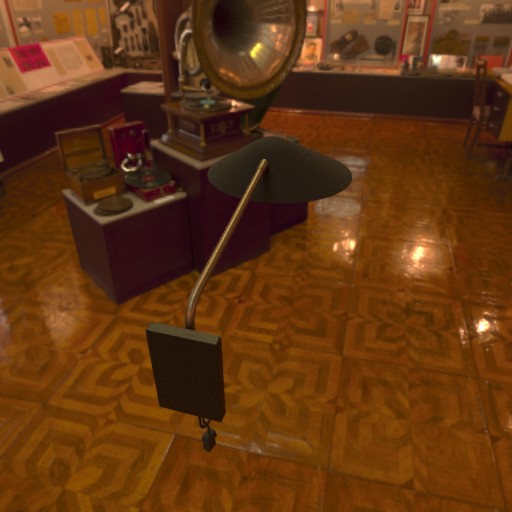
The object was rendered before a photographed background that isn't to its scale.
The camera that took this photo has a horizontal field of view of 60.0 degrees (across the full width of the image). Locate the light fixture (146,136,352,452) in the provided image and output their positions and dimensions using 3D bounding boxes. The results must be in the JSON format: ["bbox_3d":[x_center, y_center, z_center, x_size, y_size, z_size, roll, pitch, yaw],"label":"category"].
[{"bbox_3d":[0.000,0.000,0.671,0.240,0.312,0.516,9,33,14],"label":"light fixture"}]
